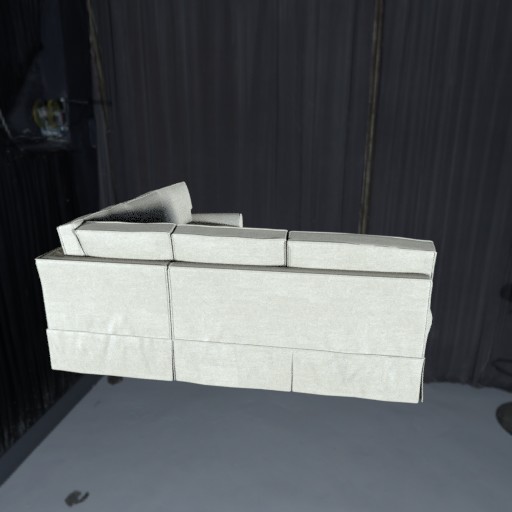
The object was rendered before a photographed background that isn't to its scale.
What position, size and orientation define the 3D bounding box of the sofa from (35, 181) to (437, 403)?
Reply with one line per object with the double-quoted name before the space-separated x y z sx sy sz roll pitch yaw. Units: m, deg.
"sofa" 0.000 0.000 4.090 2.618 1.081 2.623 3 17 9
